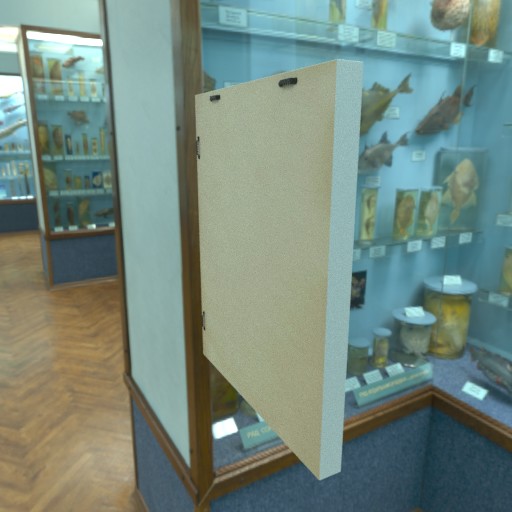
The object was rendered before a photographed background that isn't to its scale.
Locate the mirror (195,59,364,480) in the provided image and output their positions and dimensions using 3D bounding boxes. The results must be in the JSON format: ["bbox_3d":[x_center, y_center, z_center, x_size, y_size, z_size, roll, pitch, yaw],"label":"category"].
[{"bbox_3d":[0.000,0.000,0.694,0.041,0.509,0.406,-8,16,-27],"label":"mirror"}]
